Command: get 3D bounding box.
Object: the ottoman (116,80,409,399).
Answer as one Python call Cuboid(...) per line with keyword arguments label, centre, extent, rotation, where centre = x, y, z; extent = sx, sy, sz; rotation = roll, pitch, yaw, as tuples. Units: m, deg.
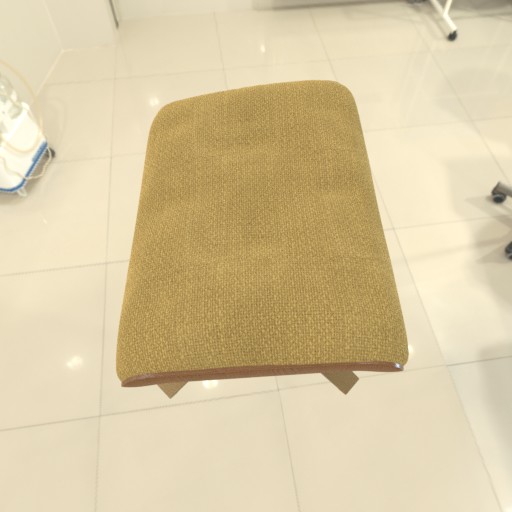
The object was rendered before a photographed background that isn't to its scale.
Cuboid(label="ottoman", centre=(0.000, 0.000, 0.792), extent=(0.394, 0.391, 0.520), rotation=(-1, 57, -1))
